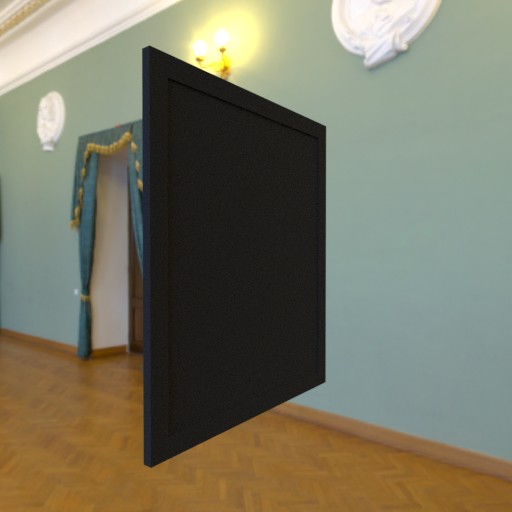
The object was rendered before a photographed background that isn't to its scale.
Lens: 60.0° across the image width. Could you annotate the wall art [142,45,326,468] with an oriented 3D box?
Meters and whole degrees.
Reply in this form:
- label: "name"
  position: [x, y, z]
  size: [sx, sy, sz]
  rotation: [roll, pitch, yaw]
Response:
- label: "wall art"
  position: [0.000, 0.000, 0.505]
  size: [0.010, 0.361, 0.311]
  rotation: [1, 1, 37]
